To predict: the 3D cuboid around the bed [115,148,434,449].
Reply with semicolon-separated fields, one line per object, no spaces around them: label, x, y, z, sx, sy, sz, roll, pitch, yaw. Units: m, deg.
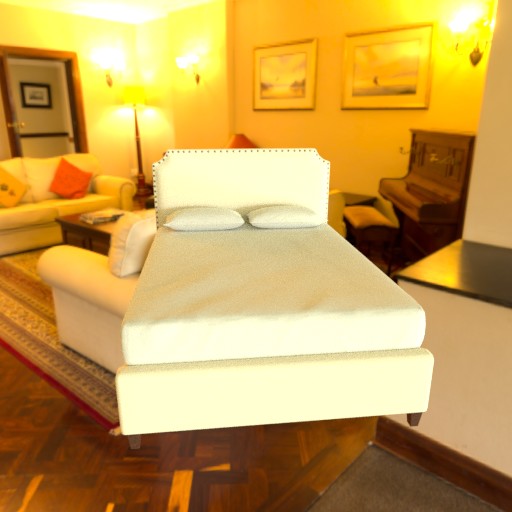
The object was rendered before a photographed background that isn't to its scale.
bed;0.000;0.000;3.339;1.703;1.415;2.329;-2;18;-6
